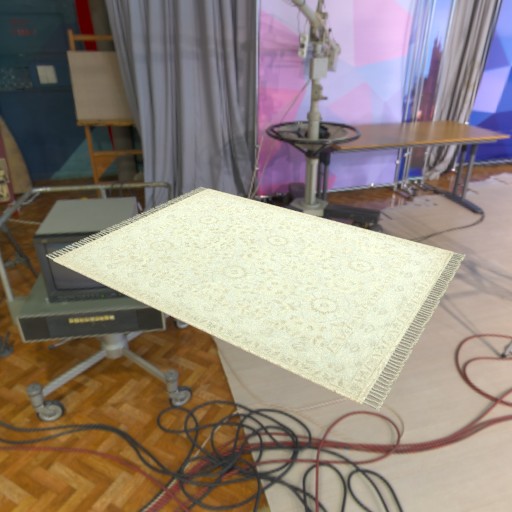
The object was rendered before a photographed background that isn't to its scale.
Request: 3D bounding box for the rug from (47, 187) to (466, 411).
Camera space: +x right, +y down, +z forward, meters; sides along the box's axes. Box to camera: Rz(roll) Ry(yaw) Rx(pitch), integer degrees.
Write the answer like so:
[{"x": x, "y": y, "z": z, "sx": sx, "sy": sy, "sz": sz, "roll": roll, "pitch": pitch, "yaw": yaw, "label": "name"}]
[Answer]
[{"x": 0.000, "y": 0.000, "z": 2.271, "sx": 1.771, "sy": 0.015, "sz": 1.223, "roll": 18, "pitch": 34, "yaw": 29, "label": "rug"}]
